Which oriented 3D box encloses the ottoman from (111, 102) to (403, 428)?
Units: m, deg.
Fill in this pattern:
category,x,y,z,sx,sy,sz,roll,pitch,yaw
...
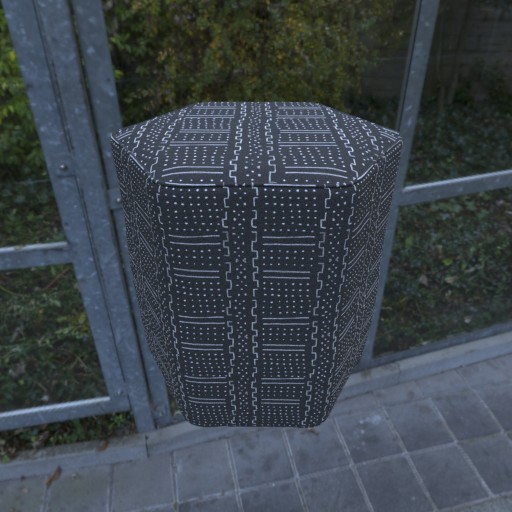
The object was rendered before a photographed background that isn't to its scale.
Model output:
category,x,y,z,sx,sy,sz,roll,pitch,yaw
ottoman,0.000,0.000,0.866,0.494,0.502,0.443,0,32,1
